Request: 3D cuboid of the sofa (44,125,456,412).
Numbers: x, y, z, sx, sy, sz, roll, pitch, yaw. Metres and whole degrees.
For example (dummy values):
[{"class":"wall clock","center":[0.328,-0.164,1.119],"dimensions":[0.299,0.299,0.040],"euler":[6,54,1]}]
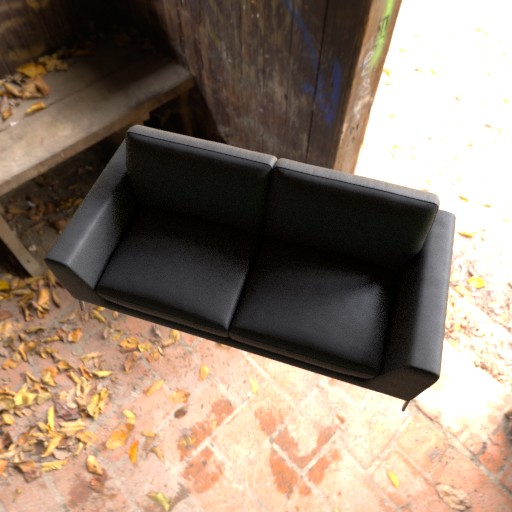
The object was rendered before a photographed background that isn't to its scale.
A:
[{"class":"sofa","center":[0.000,0.000,2.478],"dimensions":[2.017,0.875,0.953],"euler":[15,59,9]}]
